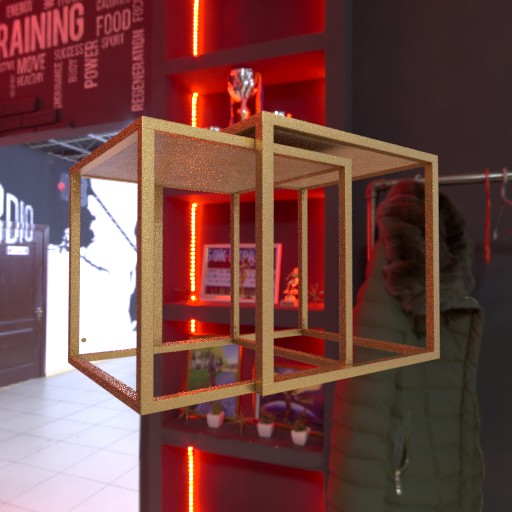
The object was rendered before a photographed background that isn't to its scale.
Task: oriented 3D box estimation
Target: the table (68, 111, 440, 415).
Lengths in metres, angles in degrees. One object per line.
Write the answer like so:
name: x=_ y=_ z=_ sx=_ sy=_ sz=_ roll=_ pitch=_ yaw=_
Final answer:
table: x=0.000 y=0.000 z=1.082 sx=0.762 sy=0.505 sz=0.505 roll=1 pitch=-2 yaw=-36
